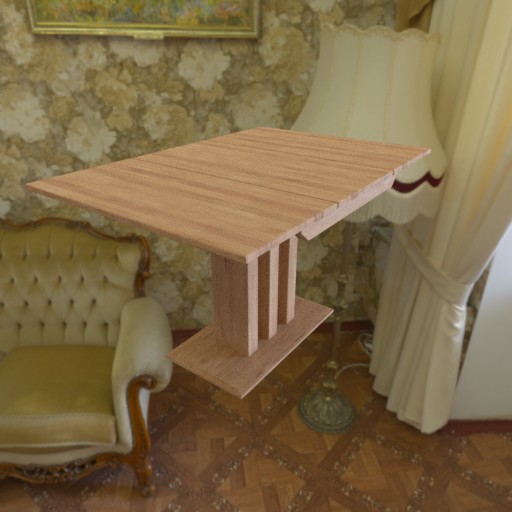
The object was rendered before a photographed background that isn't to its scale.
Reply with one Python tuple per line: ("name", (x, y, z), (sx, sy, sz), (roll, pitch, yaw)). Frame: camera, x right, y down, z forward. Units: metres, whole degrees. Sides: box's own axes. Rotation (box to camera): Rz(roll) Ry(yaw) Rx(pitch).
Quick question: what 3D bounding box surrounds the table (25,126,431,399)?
("table", (0.000, 0.000, 1.828), (0.900, 0.770, 1.300), (18, 31, 32))
